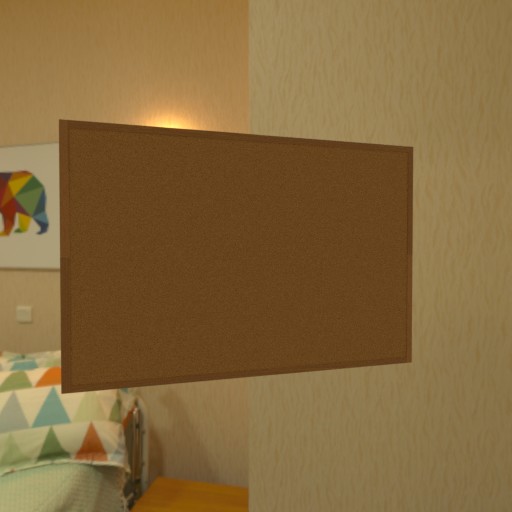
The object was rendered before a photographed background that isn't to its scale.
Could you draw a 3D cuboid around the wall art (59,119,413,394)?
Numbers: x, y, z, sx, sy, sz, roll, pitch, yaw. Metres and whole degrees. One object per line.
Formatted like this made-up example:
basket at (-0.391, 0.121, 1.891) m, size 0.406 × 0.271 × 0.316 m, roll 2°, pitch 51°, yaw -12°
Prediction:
wall art at (0.000, 0.000, 1.405) m, size 1.141 × 0.758 × 0.035 m, roll 0°, pitch 1°, yaw -17°
